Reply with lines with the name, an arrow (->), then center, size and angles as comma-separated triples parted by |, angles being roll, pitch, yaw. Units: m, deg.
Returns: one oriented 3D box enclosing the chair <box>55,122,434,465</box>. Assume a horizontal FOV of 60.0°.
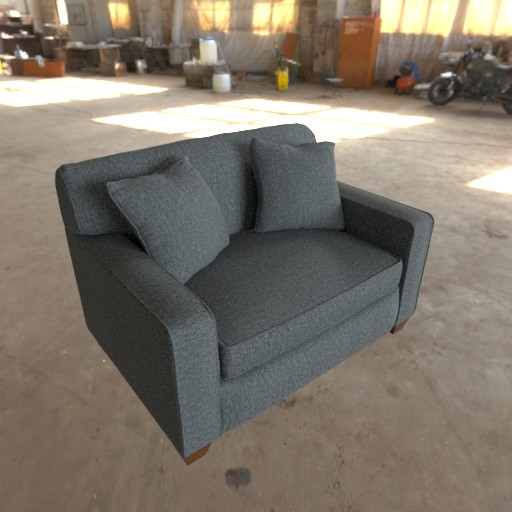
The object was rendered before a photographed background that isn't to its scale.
chair -> 0.000, 0.000, 2.048 | 1.383, 0.948, 1.000 | -21, 35, -33
